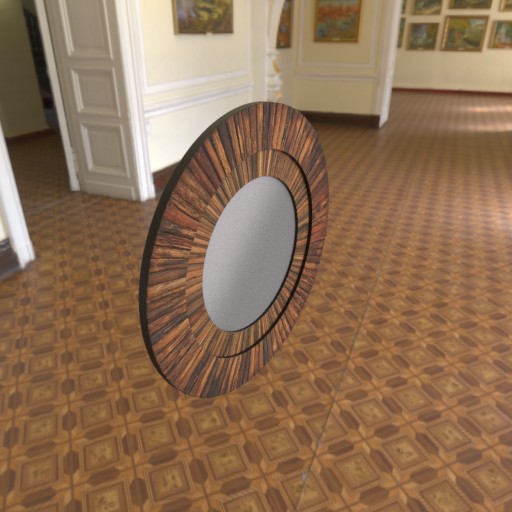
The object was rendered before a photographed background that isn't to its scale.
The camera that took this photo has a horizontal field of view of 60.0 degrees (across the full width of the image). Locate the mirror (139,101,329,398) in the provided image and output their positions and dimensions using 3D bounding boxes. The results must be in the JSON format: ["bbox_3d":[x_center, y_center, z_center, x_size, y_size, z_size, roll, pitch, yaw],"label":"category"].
[{"bbox_3d":[0.000,0.000,1.632,0.036,1.077,1.077,18,32,31],"label":"mirror"}]
